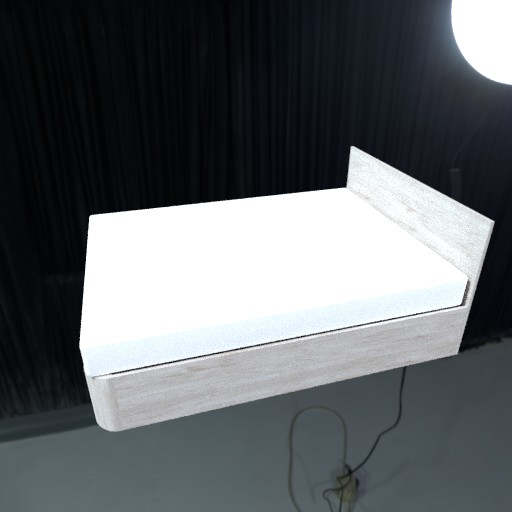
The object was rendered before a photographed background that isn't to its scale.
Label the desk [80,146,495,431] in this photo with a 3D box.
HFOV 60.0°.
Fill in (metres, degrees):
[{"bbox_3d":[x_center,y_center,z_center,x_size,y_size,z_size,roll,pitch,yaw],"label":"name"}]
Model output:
[{"bbox_3d":[0.000,0.000,2.605,1.900,0.800,1.400,-8,30,-15],"label":"desk"}]
